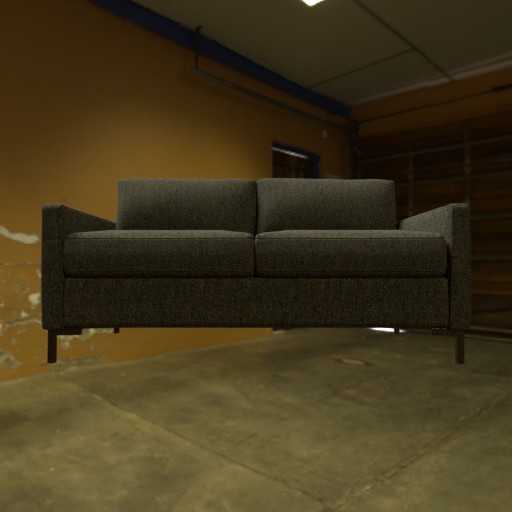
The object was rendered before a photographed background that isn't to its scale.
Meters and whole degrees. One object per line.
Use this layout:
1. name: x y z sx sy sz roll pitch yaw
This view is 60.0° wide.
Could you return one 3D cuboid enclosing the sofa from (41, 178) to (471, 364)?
1. sofa: 0.000 0.000 2.142 1.716 0.862 0.866 0 -2 0
